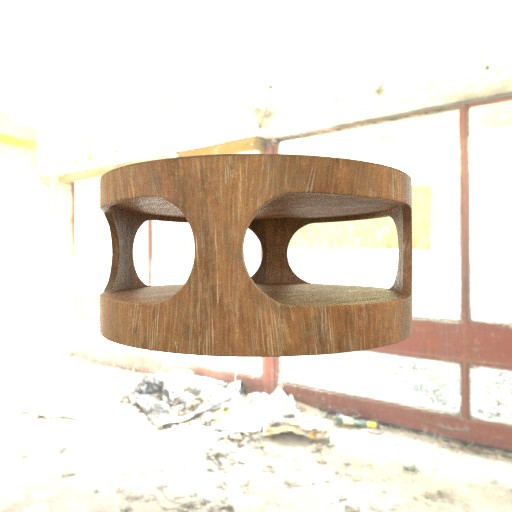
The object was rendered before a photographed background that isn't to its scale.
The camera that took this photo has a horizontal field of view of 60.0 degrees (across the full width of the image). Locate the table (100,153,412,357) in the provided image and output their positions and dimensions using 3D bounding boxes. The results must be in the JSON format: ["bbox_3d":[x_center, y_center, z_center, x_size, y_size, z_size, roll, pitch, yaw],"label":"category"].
[{"bbox_3d":[0.000,0.000,1.466,0.974,0.450,0.974,0,0,0],"label":"table"}]
